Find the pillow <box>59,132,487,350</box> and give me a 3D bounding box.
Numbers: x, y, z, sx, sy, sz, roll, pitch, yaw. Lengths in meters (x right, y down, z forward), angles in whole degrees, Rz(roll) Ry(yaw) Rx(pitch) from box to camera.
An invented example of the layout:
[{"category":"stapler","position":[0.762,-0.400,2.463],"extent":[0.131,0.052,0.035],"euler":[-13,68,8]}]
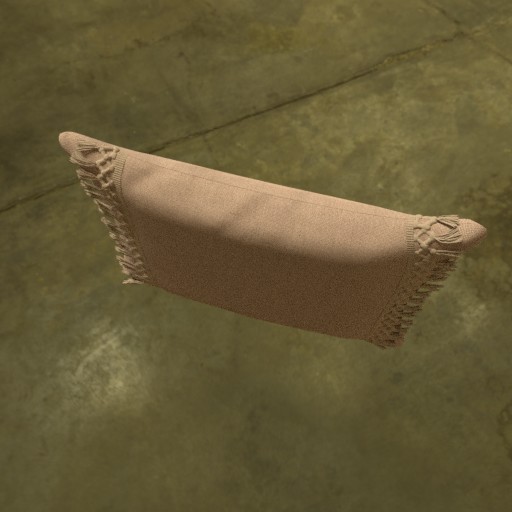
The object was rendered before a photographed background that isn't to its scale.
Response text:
[{"category":"pillow","position":[0.000,0.000,0.583],"extent":[0.466,0.305,0.084],"euler":[14,58,9]}]
